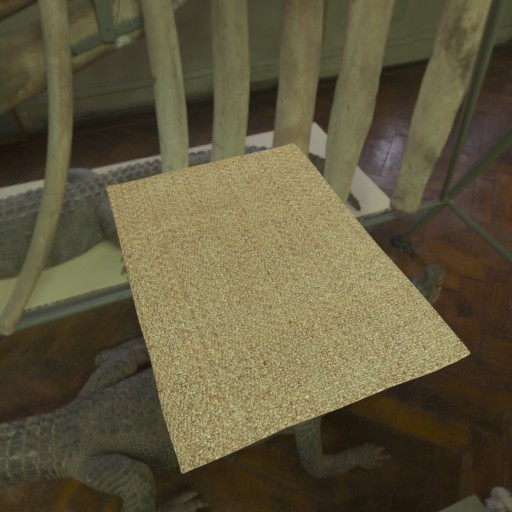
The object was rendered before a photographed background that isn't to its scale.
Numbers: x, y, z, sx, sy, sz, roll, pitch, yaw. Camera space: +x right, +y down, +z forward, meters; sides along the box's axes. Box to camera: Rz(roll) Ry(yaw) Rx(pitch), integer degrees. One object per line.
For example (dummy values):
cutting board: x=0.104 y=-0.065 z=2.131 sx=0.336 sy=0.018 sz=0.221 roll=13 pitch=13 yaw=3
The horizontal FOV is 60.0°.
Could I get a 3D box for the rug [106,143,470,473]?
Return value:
rug: x=0.000 y=0.000 z=2.752 sx=1.566 sy=0.013 sz=2.141 roll=-16 pitch=48 yaw=-15
